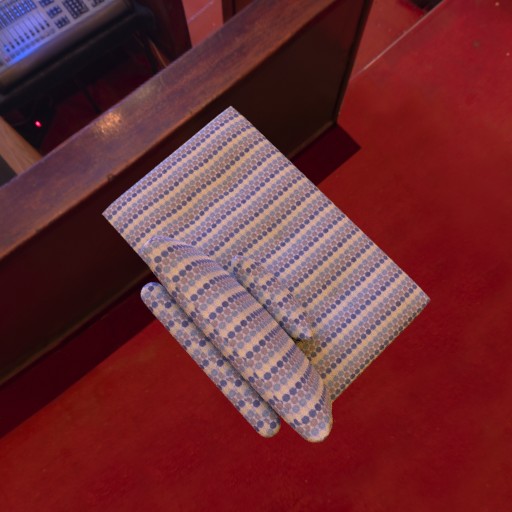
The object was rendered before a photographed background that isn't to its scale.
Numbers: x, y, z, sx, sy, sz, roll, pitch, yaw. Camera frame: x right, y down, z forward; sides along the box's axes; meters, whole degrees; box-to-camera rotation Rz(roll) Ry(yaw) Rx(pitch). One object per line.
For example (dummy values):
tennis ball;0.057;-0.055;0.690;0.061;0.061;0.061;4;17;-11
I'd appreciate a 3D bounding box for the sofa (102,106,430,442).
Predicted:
sofa;0.000;0.000;2.059;1.000;0.820;1.450;-42;80;-9
